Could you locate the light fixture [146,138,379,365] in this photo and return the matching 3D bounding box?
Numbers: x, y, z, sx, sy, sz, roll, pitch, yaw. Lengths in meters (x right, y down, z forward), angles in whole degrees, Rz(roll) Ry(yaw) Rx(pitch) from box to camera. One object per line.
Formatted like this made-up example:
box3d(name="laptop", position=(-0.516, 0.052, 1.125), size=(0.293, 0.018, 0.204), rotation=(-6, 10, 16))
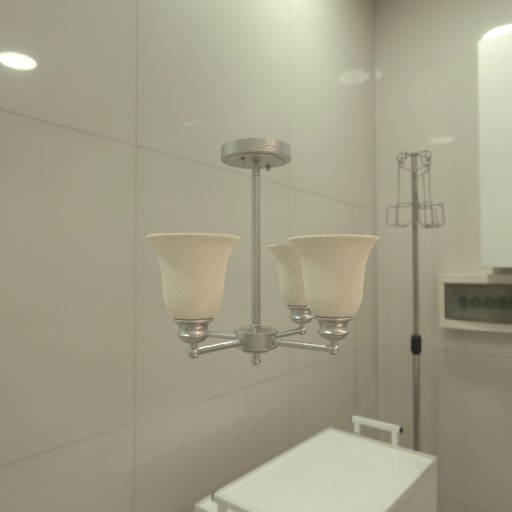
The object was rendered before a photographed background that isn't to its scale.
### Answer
box3d(name="light fixture", position=(0.000, 0.000, 0.756), size=(0.427, 0.370, 0.427), rotation=(-1, -2, 38))
